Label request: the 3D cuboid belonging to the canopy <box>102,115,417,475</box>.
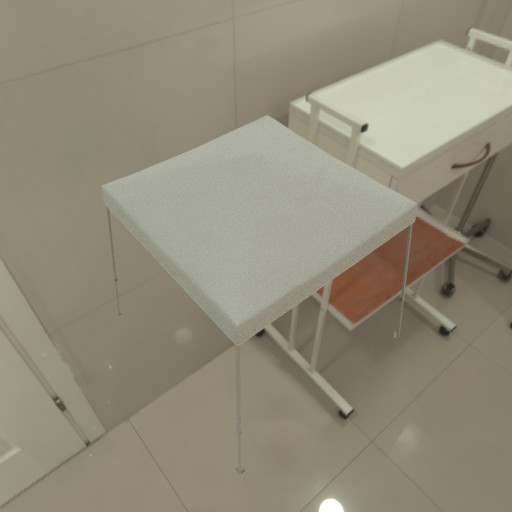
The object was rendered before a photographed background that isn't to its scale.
[{"bbox_3d":[0.000,0.000,5.269,2.849,2.849,2.848,-31,54,-26],"label":"canopy"}]
